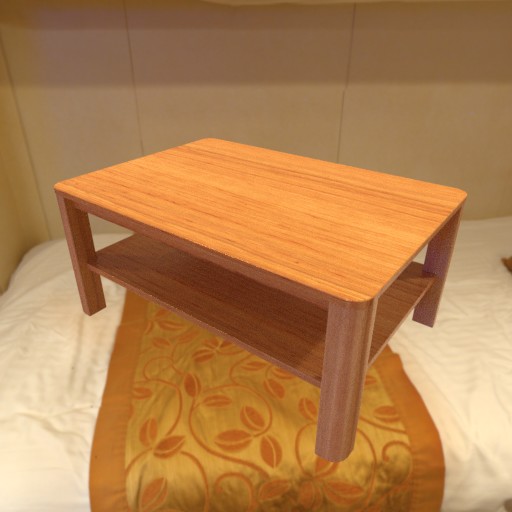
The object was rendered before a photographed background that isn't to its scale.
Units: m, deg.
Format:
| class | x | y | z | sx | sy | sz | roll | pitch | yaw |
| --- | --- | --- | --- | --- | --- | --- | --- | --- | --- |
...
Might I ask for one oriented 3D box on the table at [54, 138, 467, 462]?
| class | x | y | z | sx | sy | sz | roll | pitch | yaw |
| --- | --- | --- | --- | --- | --- | --- | --- | --- | --- |
| table | 0.000 | 0.000 | 1.380 | 0.997 | 0.445 | 0.696 | 20 | 35 | 32 |
